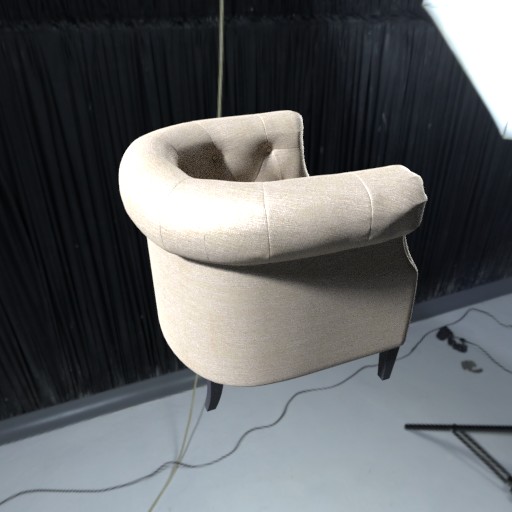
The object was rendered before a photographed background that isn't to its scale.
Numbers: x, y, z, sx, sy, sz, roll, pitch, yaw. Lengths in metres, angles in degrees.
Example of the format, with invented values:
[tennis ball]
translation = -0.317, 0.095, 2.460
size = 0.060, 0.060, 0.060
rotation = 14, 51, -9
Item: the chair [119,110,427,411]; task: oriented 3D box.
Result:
[chair]
translation = 0.000, 0.000, 1.591
size = 0.852, 0.827, 0.905
rotation = -12, 33, -18
